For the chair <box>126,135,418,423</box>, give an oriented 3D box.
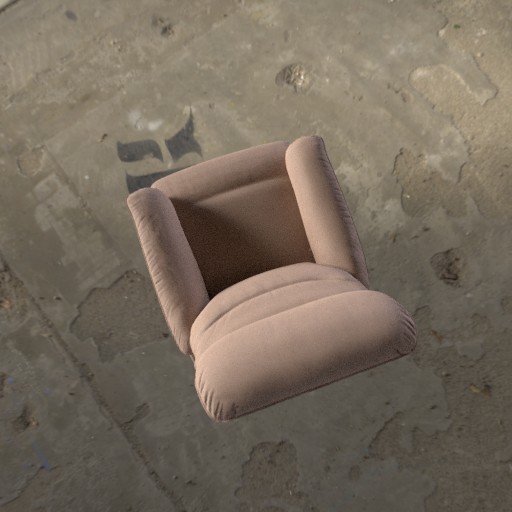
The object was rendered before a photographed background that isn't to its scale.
[{"bbox_3d":[0.000,0.000,1.727,0.820,1.037,1.004,-19,77,-5],"label":"chair"}]
